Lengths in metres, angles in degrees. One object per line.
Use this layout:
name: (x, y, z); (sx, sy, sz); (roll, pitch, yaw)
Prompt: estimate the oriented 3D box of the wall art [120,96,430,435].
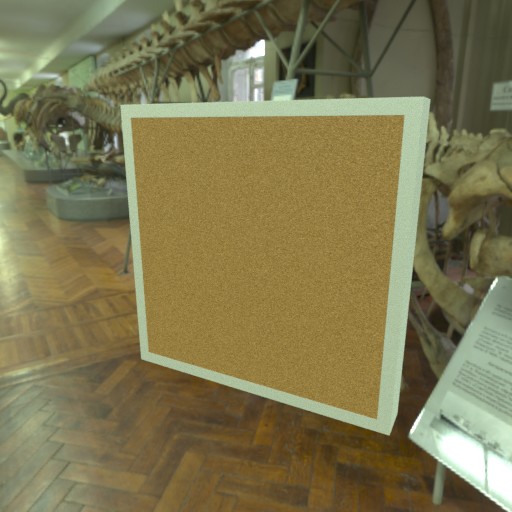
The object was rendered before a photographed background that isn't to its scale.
wall art: (0.000, 0.000, 0.460); (0.305, 0.302, 0.038); (9, 18, 27)
